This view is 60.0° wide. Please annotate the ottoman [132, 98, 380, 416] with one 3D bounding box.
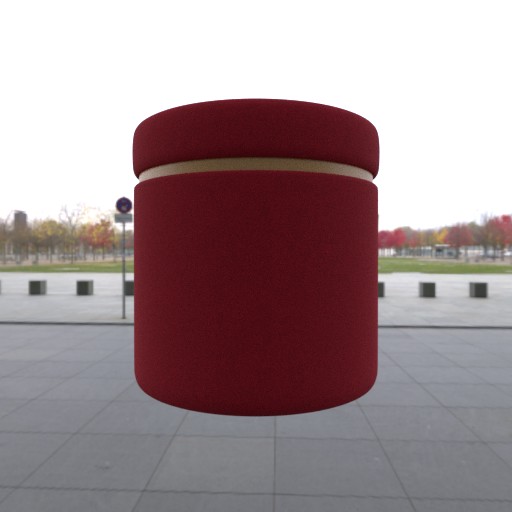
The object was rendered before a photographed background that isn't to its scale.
[{"bbox_3d":[0.000,0.000,0.745,0.400,0.406,0.400,0,1,0],"label":"ottoman"}]
